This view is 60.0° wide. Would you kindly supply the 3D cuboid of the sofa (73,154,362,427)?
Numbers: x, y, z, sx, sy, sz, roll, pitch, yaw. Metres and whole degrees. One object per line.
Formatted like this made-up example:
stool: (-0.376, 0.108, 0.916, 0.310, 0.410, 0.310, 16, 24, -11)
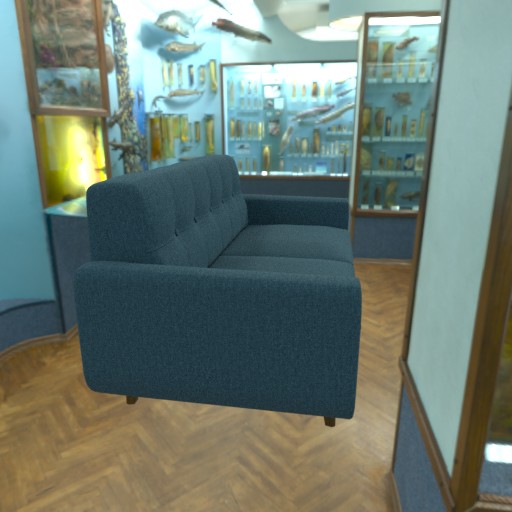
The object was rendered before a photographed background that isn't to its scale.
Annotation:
sofa: (0.000, 0.000, 2.167, 0.942, 0.896, 1.651, 3, 17, 10)
